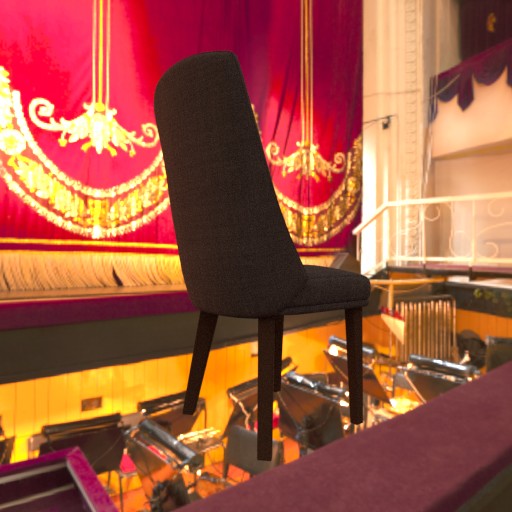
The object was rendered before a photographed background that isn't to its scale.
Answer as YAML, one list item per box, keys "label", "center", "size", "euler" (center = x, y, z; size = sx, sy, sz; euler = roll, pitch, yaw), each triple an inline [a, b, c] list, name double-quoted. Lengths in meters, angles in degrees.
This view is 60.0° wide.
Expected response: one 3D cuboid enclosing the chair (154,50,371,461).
- label: "chair"
  center: [0.000, 0.000, 1.387]
  size: [0.577, 1.050, 0.510]
  euler: [-1, 1, -38]
